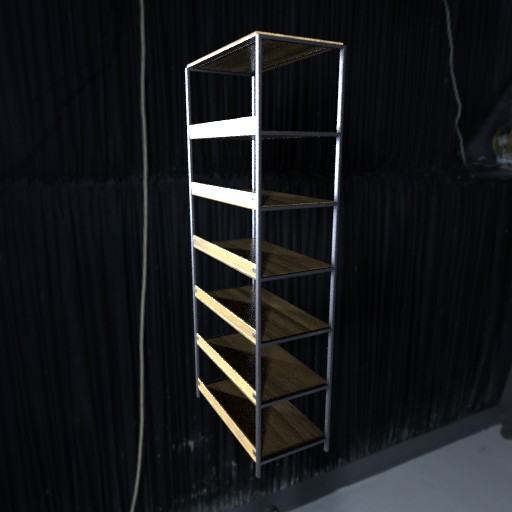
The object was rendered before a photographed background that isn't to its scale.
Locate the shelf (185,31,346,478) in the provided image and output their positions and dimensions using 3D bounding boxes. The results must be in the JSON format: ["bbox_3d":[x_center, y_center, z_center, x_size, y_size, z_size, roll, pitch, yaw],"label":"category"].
[{"bbox_3d":[0.000,0.000,2.398,0.431,2.015,0.847,-7,15,-27],"label":"shelf"}]
